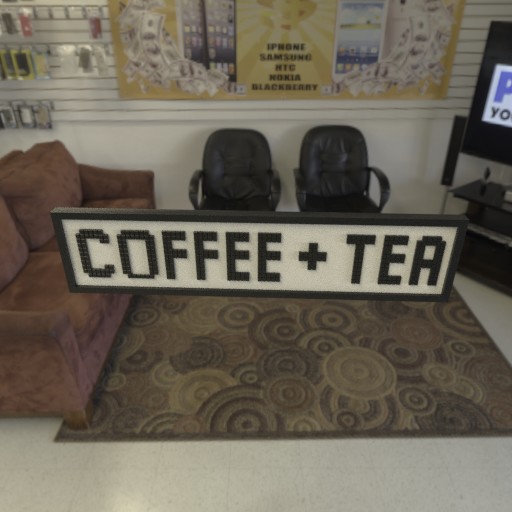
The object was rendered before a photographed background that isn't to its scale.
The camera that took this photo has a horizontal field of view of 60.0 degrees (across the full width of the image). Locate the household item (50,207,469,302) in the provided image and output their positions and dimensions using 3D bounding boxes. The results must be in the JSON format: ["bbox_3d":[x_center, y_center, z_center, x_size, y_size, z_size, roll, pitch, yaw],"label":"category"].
[{"bbox_3d":[0.000,0.000,1.127,1.001,0.236,0.030,1,29,2],"label":"household item"}]
